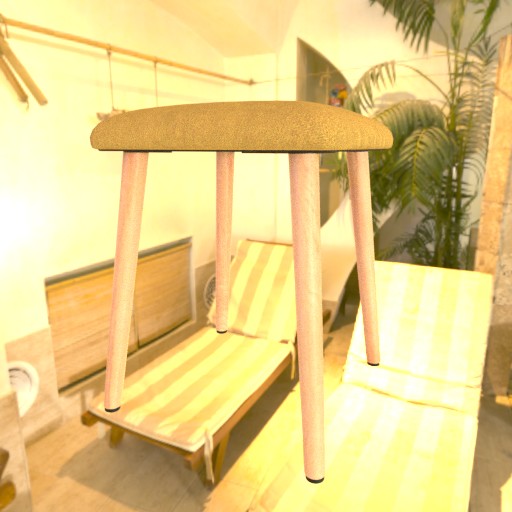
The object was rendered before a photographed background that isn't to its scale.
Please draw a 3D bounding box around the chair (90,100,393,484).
[{"bbox_3d":[0.000,0.000,0.684,0.350,0.440,0.350,7,15,26],"label":"chair"}]
